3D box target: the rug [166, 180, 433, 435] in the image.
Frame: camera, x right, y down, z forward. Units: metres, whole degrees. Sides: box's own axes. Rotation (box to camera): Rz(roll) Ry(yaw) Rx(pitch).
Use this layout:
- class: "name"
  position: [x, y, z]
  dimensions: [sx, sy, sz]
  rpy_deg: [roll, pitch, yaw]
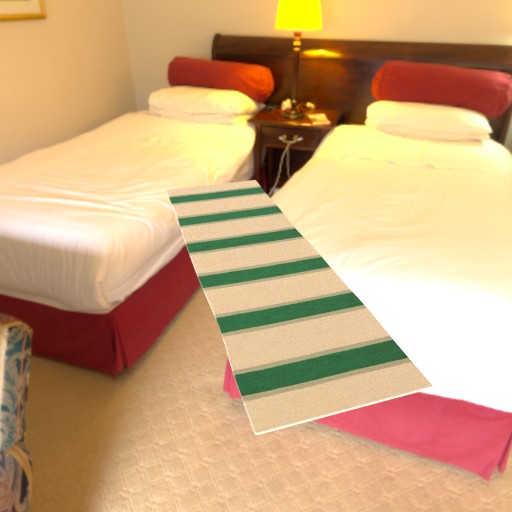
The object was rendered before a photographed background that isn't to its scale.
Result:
- class: "rug"
  position: [0.000, 0.000, 2.712]
  dimensions: [0.768, 0.012, 2.438]
  rpy_deg: [-9, 32, -15]
